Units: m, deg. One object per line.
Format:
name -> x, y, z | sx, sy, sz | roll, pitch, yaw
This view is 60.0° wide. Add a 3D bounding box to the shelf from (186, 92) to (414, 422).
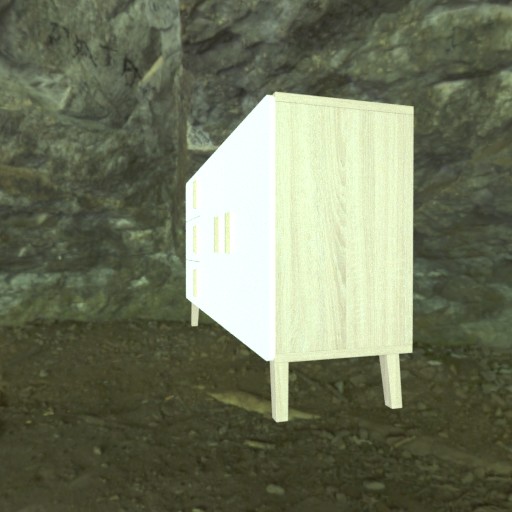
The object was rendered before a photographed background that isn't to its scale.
shelf -> 0.000, 0.000, 1.793 | 0.400, 0.780, 1.490 | 0, 1, -16
